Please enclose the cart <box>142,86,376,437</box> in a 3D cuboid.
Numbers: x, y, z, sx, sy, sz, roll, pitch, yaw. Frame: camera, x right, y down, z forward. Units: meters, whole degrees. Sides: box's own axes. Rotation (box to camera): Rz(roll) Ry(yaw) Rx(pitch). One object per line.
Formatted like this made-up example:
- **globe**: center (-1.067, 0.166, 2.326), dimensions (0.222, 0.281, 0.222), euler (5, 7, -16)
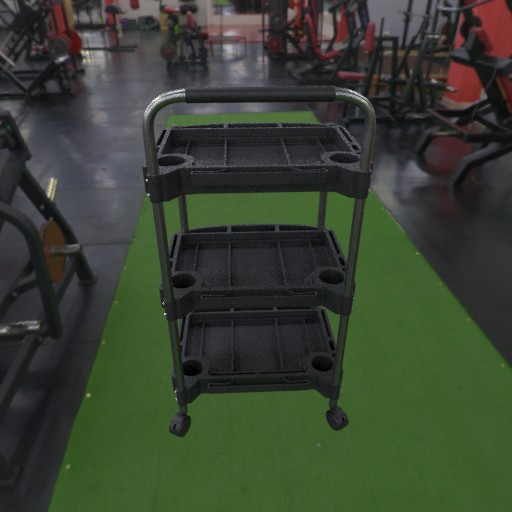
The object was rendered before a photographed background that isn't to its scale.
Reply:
- **cart**: center (0.000, 0.000, 1.379), dimensions (0.584, 1.075, 0.518), euler (-1, 32, -2)
